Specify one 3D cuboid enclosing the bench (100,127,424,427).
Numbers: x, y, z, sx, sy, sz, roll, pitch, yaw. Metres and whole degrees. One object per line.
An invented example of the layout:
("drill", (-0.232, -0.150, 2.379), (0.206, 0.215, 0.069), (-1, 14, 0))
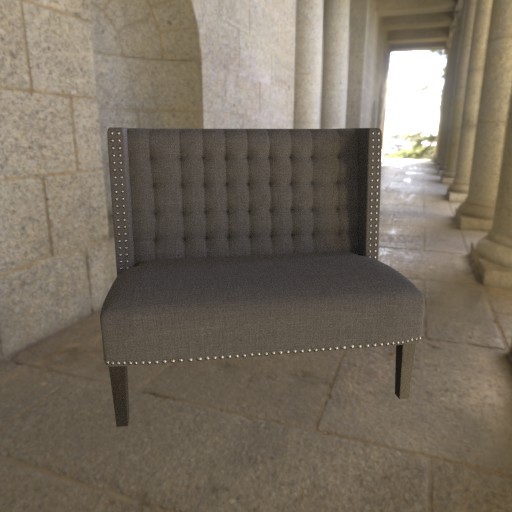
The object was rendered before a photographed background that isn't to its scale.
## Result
("bench", (0.000, 0.000, 2.011), (1.276, 1.121, 0.842), (-2, 16, -9))
